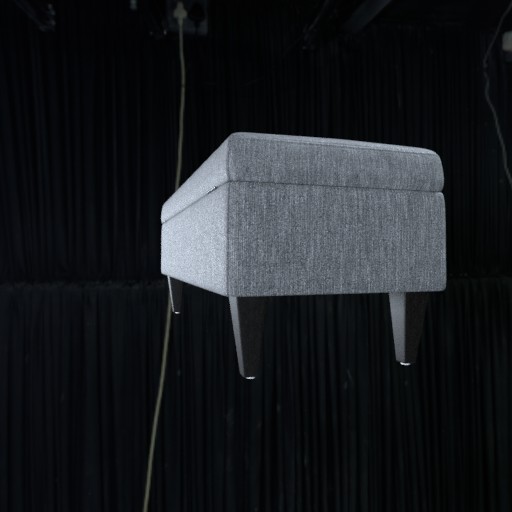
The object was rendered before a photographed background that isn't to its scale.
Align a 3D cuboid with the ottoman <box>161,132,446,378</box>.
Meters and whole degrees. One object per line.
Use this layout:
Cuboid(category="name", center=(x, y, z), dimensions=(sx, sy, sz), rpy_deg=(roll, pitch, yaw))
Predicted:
Cuboid(category="ottoman", center=(0.000, 0.000, 1.396), dimensions=(0.482, 0.469, 1.151), rpy_deg=(0, 0, -18))
